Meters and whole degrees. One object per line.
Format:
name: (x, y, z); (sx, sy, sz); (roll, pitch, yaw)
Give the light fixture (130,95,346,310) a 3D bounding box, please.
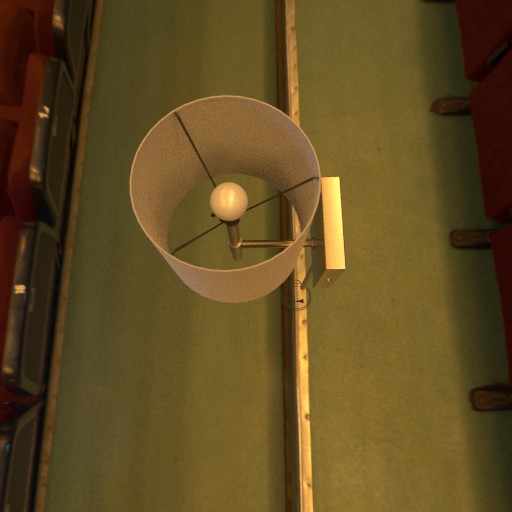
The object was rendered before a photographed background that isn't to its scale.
light fixture: (0.000, 0.000, 0.720); (0.248, 0.589, 0.188); (-1, 75, 0)
